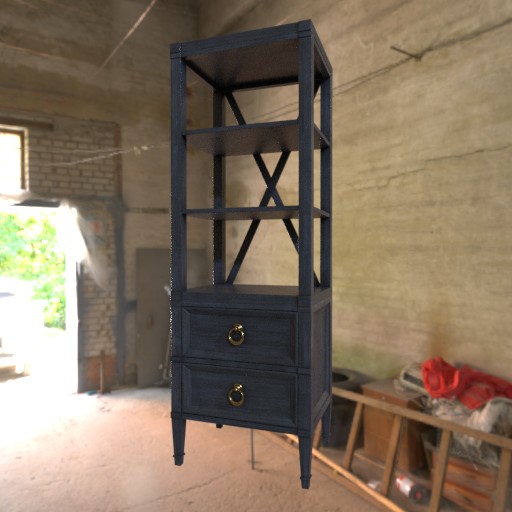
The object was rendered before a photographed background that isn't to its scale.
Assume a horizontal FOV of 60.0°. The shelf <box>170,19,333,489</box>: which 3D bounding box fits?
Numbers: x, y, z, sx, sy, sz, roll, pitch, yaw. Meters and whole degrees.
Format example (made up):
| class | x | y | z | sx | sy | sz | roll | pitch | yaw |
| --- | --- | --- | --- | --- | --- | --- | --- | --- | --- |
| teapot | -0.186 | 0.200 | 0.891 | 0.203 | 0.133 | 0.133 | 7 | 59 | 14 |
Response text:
| class | x | y | z | sx | sy | sz | roll | pitch | yaw |
| --- | --- | --- | --- | --- | --- | --- | --- | --- | --- |
| shelf | 0.000 | 0.000 | 1.929 | 0.584 | 1.727 | 0.472 | 0 | 1 | 19 |
